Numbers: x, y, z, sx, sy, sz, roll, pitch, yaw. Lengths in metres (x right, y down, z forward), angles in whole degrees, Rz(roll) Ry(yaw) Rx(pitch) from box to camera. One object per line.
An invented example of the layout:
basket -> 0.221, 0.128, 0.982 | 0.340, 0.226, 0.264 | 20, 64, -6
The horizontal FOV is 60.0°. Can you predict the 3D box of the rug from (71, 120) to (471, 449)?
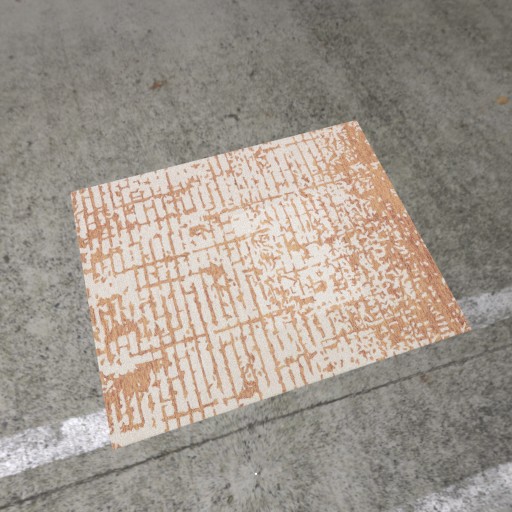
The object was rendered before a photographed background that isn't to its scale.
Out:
rug -> 0.000, 0.000, 4.053 | 3.050, 0.011, 2.441 | -16, 65, -8
